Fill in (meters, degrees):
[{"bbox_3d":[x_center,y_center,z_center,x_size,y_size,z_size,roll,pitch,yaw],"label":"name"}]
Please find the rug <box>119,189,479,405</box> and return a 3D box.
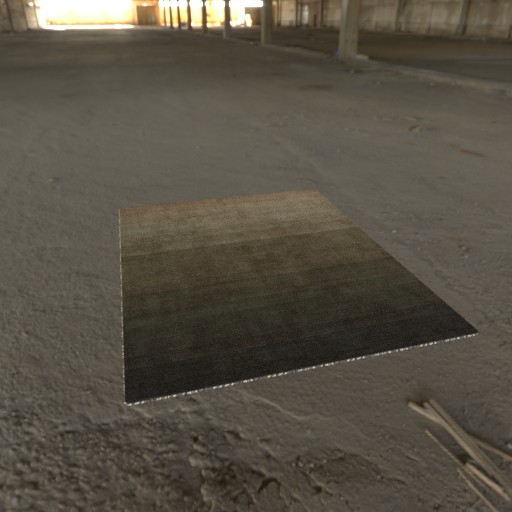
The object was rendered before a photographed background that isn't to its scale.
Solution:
[{"bbox_3d":[0.000,0.000,3.905,2.306,0.017,2.902,-8,29,-14],"label":"rug"}]
